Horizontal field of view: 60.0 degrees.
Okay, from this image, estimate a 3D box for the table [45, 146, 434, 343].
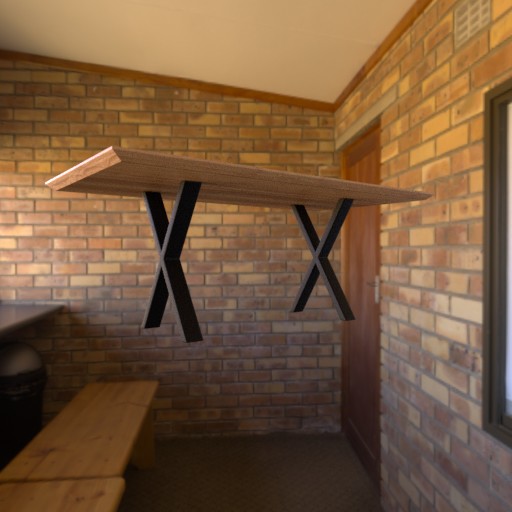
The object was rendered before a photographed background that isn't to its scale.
[{"bbox_3d":[0.000,0.000,2.522,2.000,0.770,1.000,0,1,-37],"label":"table"}]
